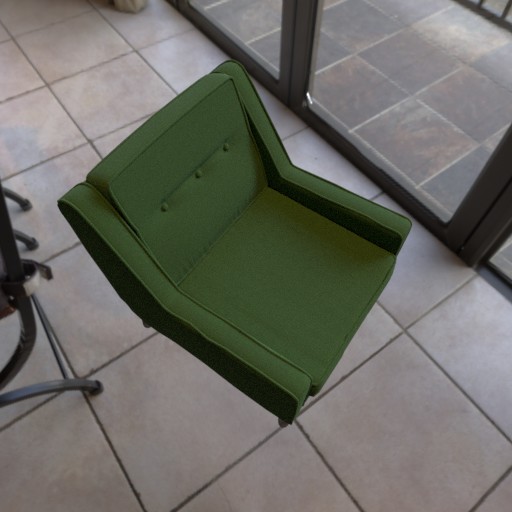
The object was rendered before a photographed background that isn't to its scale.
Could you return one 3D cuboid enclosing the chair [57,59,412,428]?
[{"bbox_3d":[0.000,0.000,1.365,0.743,0.792,0.663,31,64,17],"label":"chair"}]
